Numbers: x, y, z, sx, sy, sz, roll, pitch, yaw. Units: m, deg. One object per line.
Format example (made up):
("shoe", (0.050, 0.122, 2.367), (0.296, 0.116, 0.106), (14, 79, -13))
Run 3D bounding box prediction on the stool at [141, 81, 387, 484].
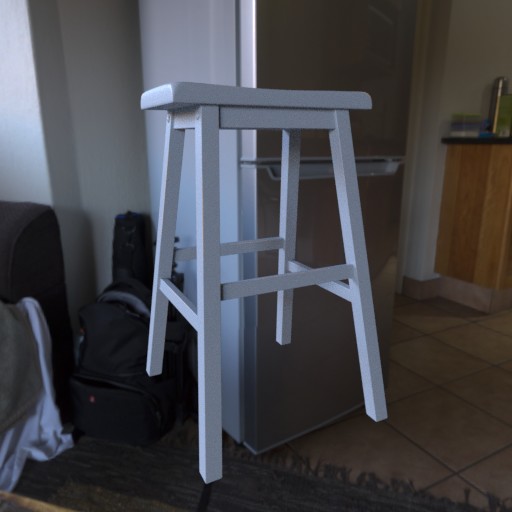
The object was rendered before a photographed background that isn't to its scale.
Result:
("stool", (0.000, 0.000, 1.058), (0.457, 0.737, 0.476), (-8, 17, -26))
